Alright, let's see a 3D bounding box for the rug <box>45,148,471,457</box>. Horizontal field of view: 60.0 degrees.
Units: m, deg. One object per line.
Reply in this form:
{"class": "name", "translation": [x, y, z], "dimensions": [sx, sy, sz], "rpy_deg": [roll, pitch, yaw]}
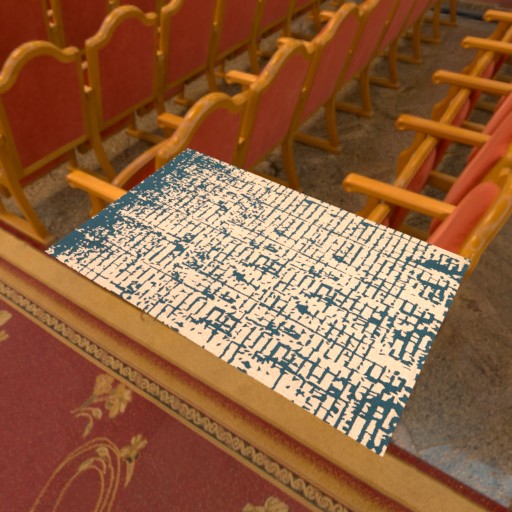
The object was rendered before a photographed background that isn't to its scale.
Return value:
{"class": "rug", "translation": [0.000, 0.000, 2.980], "dimensions": [2.435, 0.011, 1.517], "rpy_deg": [26, 51, 22]}
